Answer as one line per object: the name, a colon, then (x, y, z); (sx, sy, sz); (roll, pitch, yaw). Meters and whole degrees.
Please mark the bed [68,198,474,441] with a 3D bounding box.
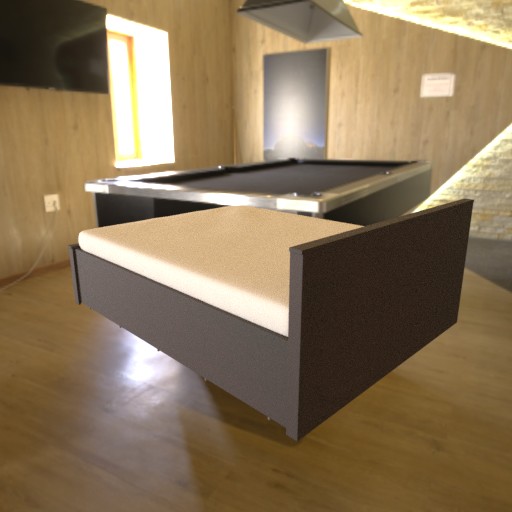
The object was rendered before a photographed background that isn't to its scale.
bed: (0.000, 0.000, 2.956); (1.634, 0.808, 2.103); (-16, 22, -43)
